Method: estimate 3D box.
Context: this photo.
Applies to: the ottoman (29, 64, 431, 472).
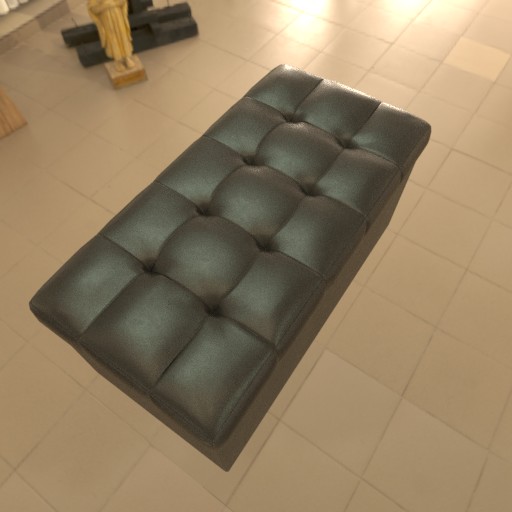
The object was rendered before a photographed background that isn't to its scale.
[{"bbox_3d":[0.000,0.000,1.063,0.432,0.470,0.838,30,63,17],"label":"ottoman"}]
